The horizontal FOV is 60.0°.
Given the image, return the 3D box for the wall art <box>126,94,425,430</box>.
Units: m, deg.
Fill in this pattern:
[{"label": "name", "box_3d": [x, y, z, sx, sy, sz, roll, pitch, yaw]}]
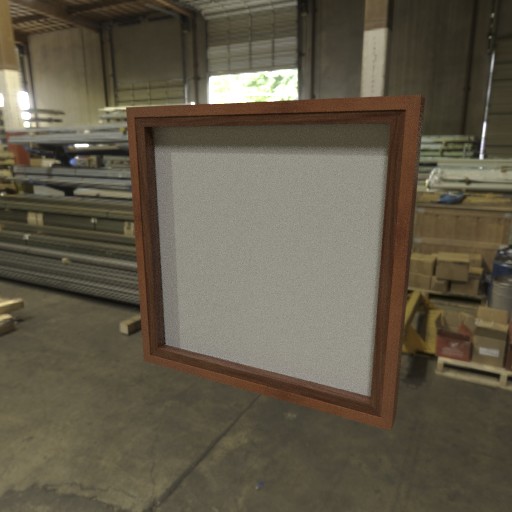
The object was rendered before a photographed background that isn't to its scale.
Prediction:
[{"label": "wall art", "box_3d": [0.000, 0.000, 0.615, 0.403, 0.403, 0.035, 7, 16, 26]}]
